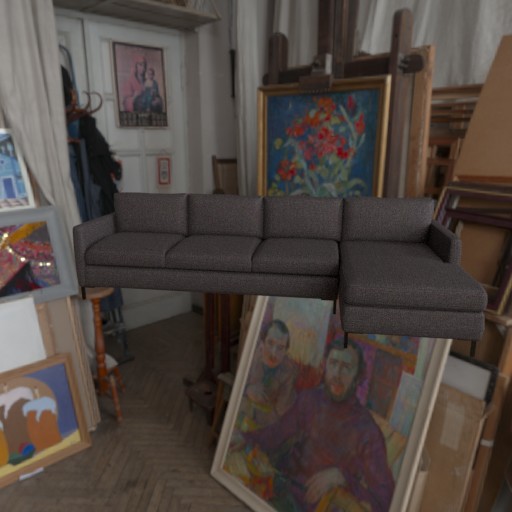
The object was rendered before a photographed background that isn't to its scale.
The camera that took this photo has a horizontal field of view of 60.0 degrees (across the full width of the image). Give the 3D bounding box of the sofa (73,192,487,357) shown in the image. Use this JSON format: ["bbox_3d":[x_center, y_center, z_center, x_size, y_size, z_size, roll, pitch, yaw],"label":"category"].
[{"bbox_3d":[0.000,0.000,3.716,3.221,0.892,1.483,2,15,9],"label":"sofa"}]
